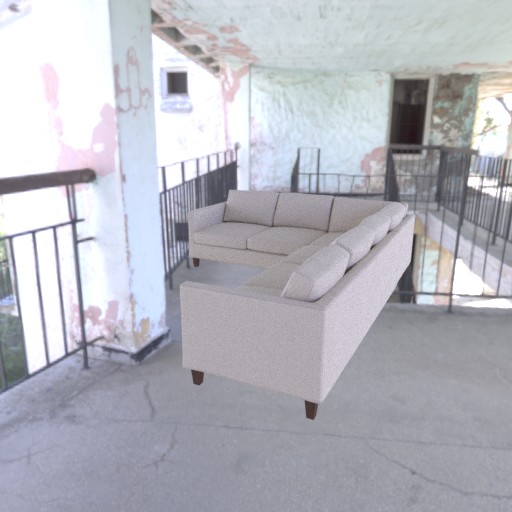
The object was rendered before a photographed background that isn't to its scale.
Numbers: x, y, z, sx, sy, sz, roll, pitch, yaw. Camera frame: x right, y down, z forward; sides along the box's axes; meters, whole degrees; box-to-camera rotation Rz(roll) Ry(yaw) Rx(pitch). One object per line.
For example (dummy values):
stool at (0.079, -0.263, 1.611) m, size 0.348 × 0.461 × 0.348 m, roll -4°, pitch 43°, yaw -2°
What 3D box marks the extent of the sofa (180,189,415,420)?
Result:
sofa at (0.000, 0.000, 4.224) m, size 2.432 × 0.863 × 3.182 m, roll 8°, pitch 17°, yaw 26°
